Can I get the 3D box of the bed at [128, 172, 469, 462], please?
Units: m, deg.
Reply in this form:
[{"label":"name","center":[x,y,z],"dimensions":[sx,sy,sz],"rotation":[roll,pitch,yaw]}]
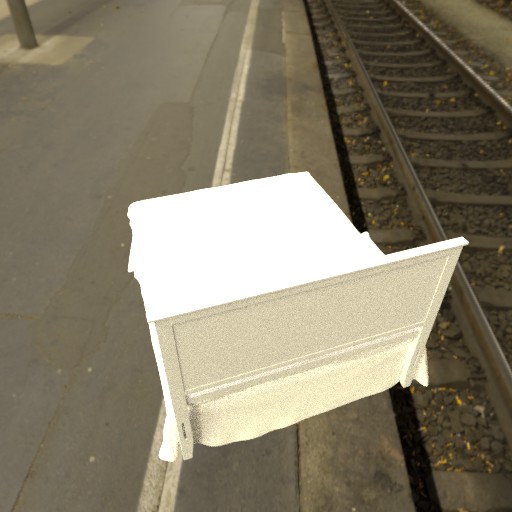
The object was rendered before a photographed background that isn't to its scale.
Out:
[{"label":"bed","center":[0.000,0.000,3.196],"dimensions":[1.876,1.269,2.047],"rotation":[-13,41,-15]}]
